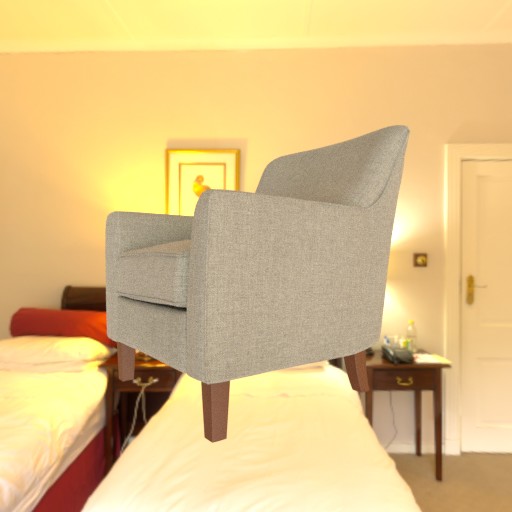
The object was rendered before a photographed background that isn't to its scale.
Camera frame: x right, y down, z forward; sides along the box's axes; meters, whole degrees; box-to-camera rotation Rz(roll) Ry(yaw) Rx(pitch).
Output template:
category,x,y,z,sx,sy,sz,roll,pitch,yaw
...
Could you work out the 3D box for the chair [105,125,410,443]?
category,x,y,z,sx,sy,sz,roll,pitch,yaw
chair,0.000,0.000,1.815,0.993,1.047,0.887,0,1,-36
